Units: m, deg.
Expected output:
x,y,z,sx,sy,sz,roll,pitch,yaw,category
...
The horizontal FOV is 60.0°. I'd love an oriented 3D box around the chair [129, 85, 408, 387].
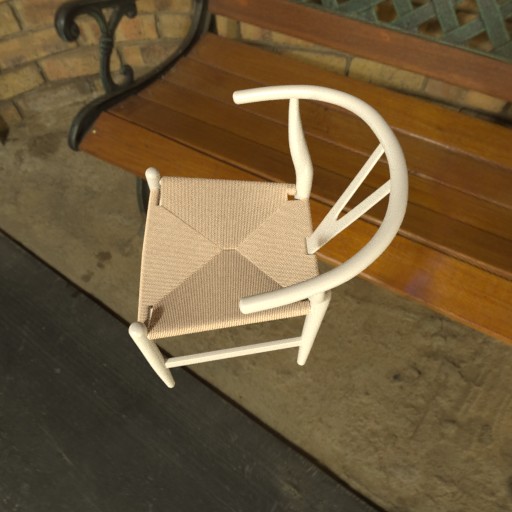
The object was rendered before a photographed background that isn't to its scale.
x,y,z,sx,sy,sz,roll,pitch,yaw,category
0.000,0.000,1.159,0.579,0.730,0.569,-2,59,-1,chair
